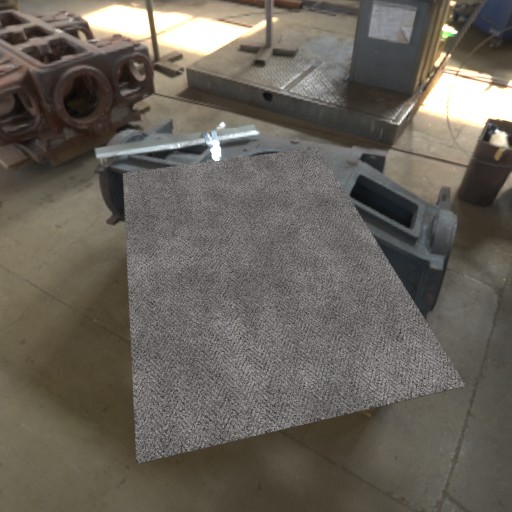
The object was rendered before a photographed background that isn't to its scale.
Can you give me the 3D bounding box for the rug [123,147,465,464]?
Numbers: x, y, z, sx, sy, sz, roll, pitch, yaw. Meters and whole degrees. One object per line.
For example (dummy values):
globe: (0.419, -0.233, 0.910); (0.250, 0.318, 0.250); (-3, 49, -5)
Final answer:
rug: (0.000, 0.000, 2.822); (1.600, 0.008, 2.235); (-10, 46, -9)
